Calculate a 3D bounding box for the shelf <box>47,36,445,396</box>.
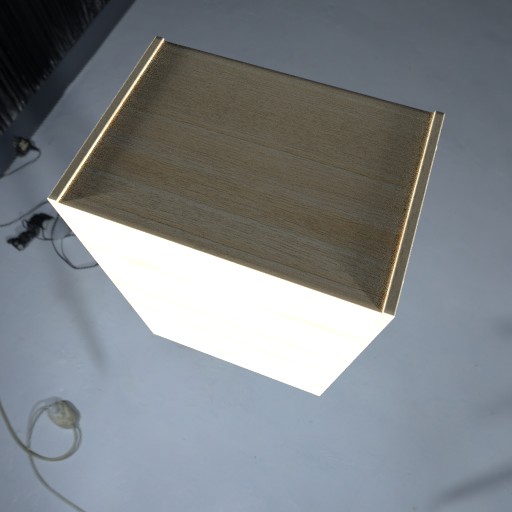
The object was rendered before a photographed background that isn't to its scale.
[{"bbox_3d":[0.000,0.000,0.810,0.414,0.592,0.290,19,66,8],"label":"shelf"}]
